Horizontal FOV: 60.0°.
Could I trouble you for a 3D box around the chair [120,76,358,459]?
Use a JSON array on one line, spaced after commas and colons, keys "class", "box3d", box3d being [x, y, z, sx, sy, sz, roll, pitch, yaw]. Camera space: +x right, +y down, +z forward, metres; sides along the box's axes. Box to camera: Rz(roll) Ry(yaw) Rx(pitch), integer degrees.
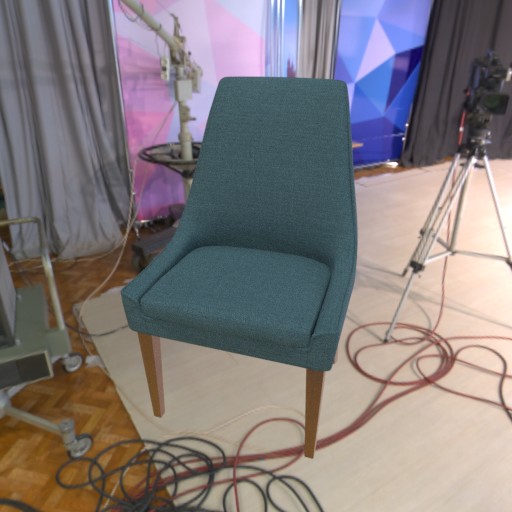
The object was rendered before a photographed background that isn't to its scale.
[{"class": "chair", "box3d": [0.000, 0.000, 1.200, 0.529, 0.861, 0.544, 8, 28, 16]}]
